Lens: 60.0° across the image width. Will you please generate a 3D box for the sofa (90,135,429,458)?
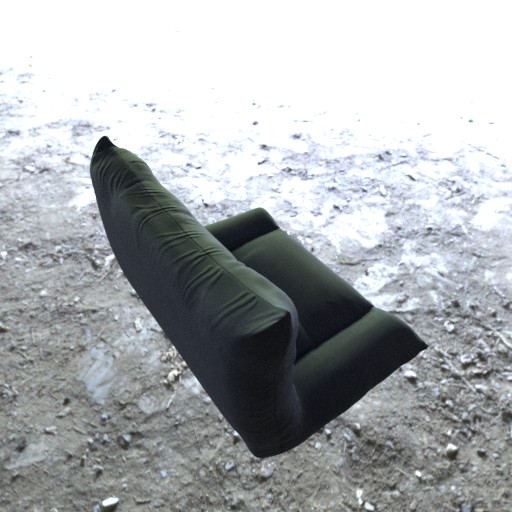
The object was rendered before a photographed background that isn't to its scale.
[{"bbox_3d":[0.000,0.000,1.683,0.849,0.778,1.122,-25,47,-26],"label":"sofa"}]
